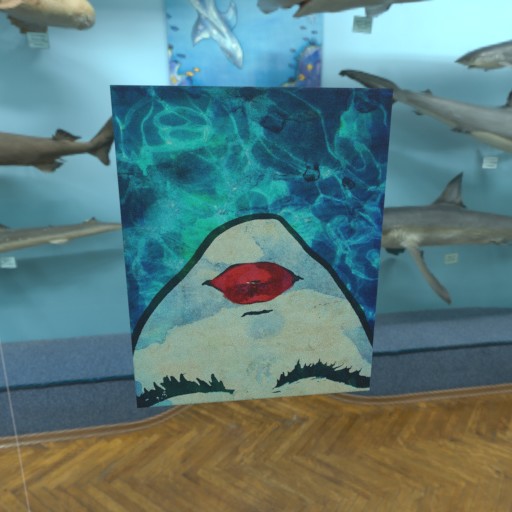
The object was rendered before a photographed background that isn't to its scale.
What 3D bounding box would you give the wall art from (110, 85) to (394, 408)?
[{"bbox_3d":[0.000,0.000,0.891,0.508,0.635,0.038,-2,16,-7],"label":"wall art"}]
